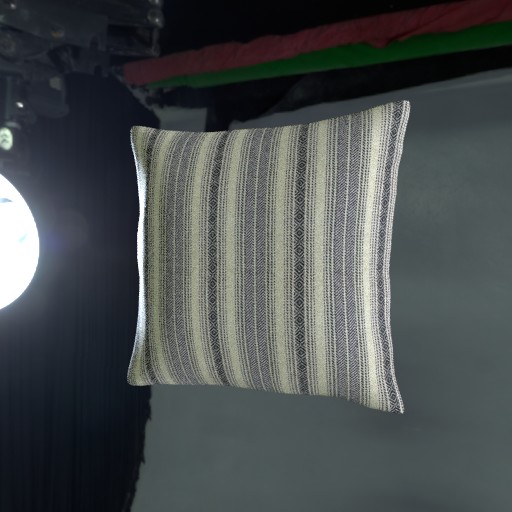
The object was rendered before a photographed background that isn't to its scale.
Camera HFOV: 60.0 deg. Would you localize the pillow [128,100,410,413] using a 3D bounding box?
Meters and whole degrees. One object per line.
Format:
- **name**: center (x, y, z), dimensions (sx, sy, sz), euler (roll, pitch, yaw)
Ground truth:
- **pillow**: center (0.000, 0.000, 0.794), dimensions (0.520, 0.508, 0.166), euler (0, 0, 17)
